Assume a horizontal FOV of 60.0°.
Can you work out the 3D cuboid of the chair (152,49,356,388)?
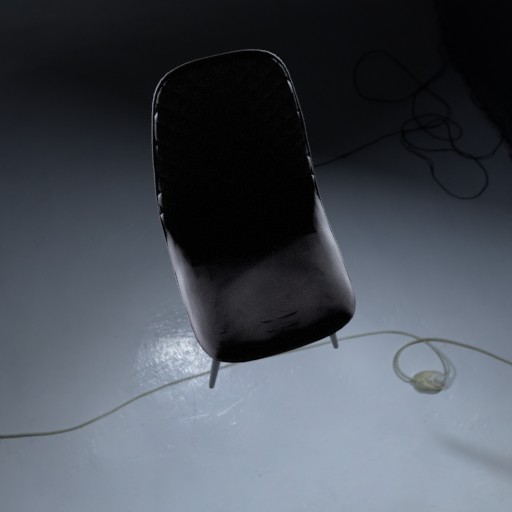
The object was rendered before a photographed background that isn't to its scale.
[{"bbox_3d":[0.000,0.000,1.227,0.472,0.889,0.561,-16,65,-8],"label":"chair"}]
